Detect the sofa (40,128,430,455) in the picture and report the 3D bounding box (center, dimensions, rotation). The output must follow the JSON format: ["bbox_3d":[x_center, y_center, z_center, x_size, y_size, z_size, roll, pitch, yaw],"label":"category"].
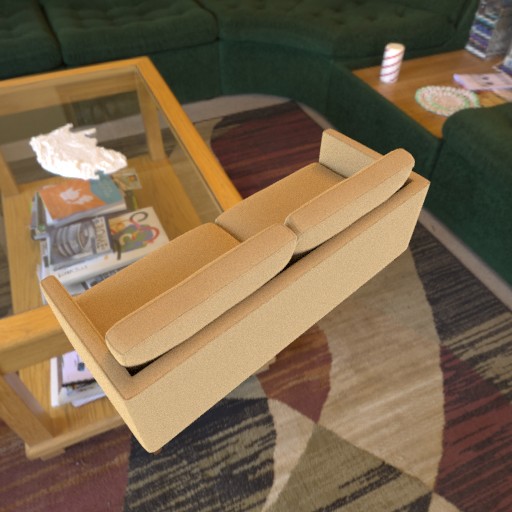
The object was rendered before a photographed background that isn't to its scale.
[{"bbox_3d":[0.000,0.000,2.875,2.361,0.968,0.951,-33,55,-27],"label":"sofa"}]
